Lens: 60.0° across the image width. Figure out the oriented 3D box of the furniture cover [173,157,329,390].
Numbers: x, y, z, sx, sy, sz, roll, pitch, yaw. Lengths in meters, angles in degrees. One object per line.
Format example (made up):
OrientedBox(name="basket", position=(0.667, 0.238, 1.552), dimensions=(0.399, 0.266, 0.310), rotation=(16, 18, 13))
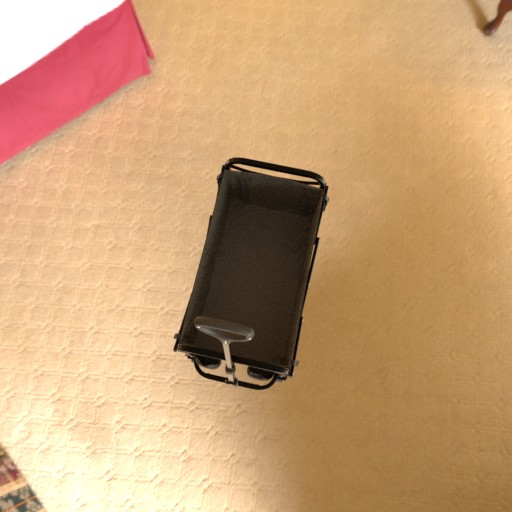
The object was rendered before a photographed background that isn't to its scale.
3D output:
OrientedBox(name="furniture cover", position=(0.000, 0.000, 1.808), dimensions=(0.532, 1.295, 1.038), rotation=(12, 74, 3))
